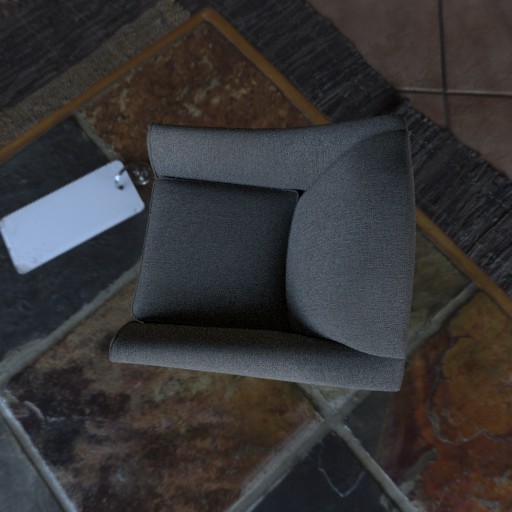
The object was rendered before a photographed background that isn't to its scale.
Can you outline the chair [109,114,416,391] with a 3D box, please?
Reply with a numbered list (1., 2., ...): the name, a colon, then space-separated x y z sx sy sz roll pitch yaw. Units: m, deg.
1. chair: 0.000 0.000 1.448 0.787 0.839 0.763 6 76 1
